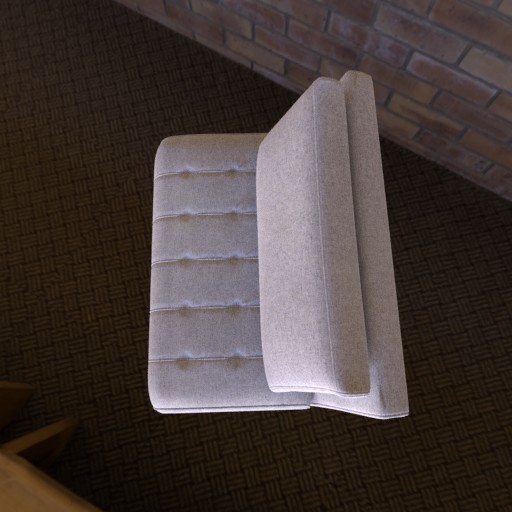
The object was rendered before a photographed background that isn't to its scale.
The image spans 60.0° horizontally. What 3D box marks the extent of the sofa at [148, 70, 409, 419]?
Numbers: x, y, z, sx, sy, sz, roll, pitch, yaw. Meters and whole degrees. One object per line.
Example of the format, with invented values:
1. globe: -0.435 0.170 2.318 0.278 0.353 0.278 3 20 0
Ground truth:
1. sofa: 0.000 0.000 1.818 0.910 0.910 1.220 -2 75 0
